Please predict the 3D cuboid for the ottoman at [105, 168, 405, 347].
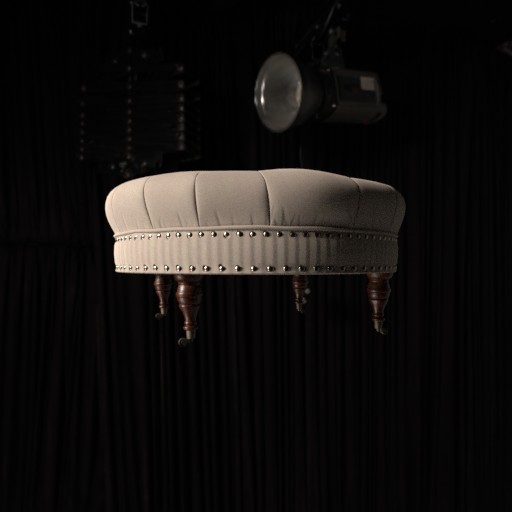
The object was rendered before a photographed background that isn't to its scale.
[{"bbox_3d":[0.000,0.000,1.398,0.901,0.439,0.901,0,-1,0],"label":"ottoman"}]
